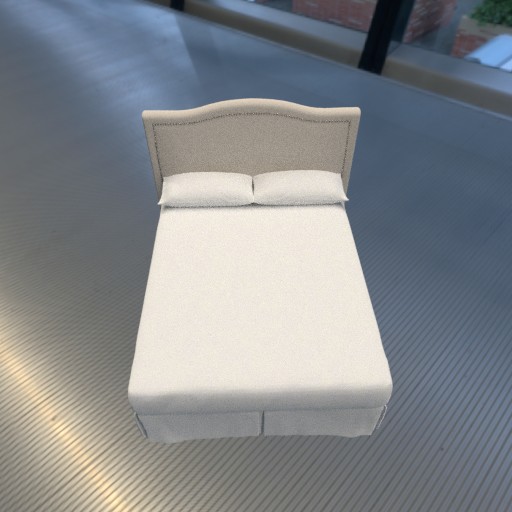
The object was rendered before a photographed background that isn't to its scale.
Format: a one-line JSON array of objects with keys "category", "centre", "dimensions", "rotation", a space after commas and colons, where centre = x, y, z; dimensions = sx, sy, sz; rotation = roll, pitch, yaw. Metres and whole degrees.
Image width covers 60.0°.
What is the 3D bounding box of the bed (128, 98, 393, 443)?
[{"category": "bed", "centre": [0.000, 0.000, 3.286], "dimensions": [1.753, 1.460, 2.143], "rotation": [-1, 45, -1]}]
